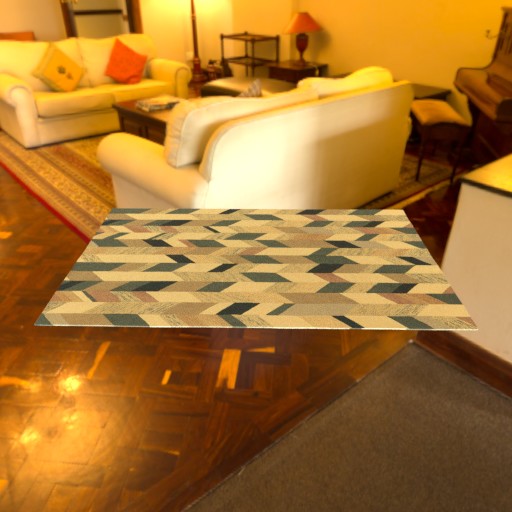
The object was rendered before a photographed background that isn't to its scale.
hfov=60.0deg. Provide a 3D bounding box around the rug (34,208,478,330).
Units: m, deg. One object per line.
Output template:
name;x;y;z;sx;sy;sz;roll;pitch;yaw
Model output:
rug;0.000;0.000;3.051;2.423;0.008;1.513;0;31;1
